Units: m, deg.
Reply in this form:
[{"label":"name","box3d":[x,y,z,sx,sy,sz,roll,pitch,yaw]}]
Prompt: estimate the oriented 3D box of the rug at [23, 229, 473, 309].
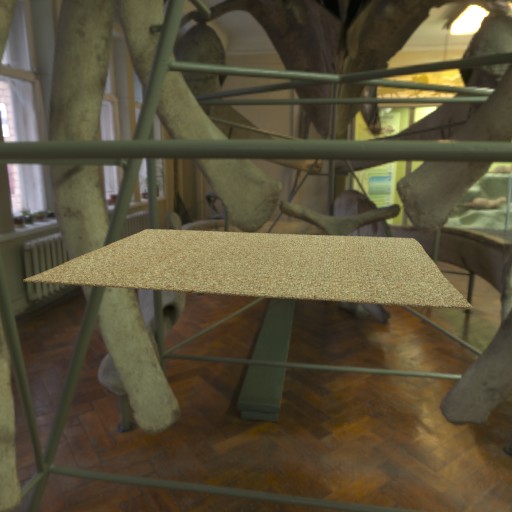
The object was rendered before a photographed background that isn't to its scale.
[{"label":"rug","box3d":[0.000,0.000,2.769,2.141,0.013,1.566,2,14,10]}]
